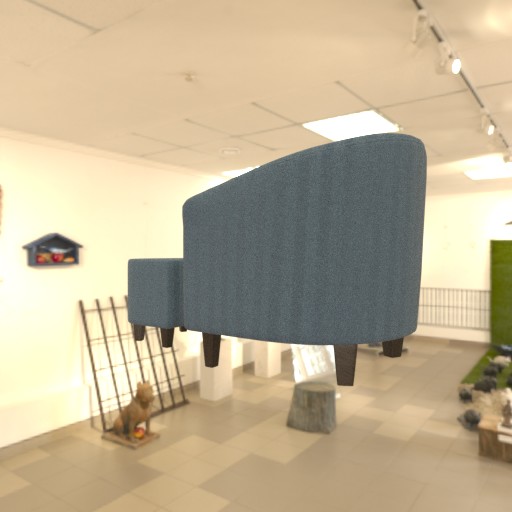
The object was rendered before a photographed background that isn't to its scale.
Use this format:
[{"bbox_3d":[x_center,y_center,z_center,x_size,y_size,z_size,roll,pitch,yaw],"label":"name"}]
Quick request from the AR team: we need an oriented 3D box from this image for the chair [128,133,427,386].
[{"bbox_3d":[0.000,0.000,1.773,1.288,0.757,0.756,0,1,35],"label":"chair"}]
